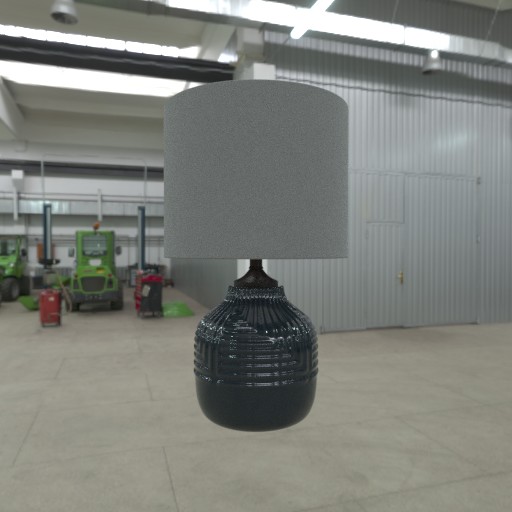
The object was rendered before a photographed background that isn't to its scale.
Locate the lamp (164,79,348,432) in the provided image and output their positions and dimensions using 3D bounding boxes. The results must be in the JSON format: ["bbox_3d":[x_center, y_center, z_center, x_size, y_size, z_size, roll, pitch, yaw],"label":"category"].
[{"bbox_3d":[0.000,0.000,0.781,0.318,0.567,0.318,0,1,0],"label":"lamp"}]
